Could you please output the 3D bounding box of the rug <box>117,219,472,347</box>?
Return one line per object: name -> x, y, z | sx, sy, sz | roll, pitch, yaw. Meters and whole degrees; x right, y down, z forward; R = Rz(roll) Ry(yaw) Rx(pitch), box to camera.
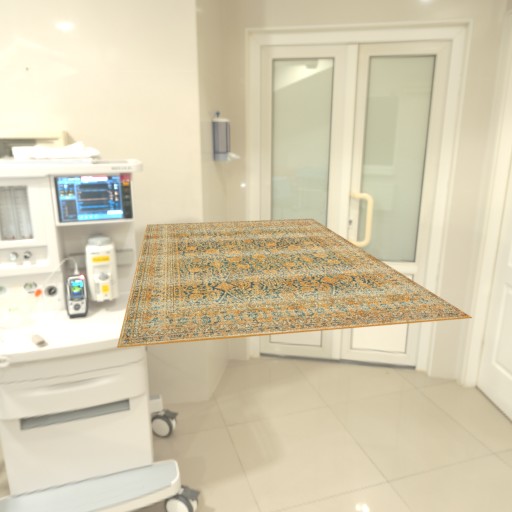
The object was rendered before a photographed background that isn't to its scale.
rug -> 0.000, 0.000, 2.948 | 1.525, 0.007, 2.336 | -3, 16, -10
